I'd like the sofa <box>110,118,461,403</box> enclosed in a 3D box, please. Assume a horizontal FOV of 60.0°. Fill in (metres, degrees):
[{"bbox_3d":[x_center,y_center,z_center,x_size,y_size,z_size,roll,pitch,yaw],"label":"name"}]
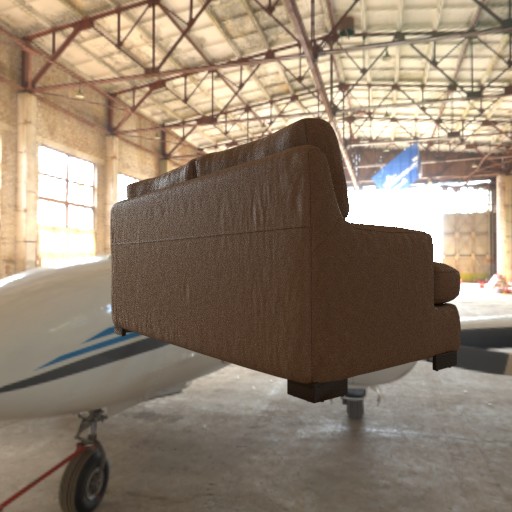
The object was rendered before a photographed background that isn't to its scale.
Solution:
[{"bbox_3d":[0.000,0.000,2.397,0.962,0.980,1.855,1,-1,-37],"label":"sofa"}]
